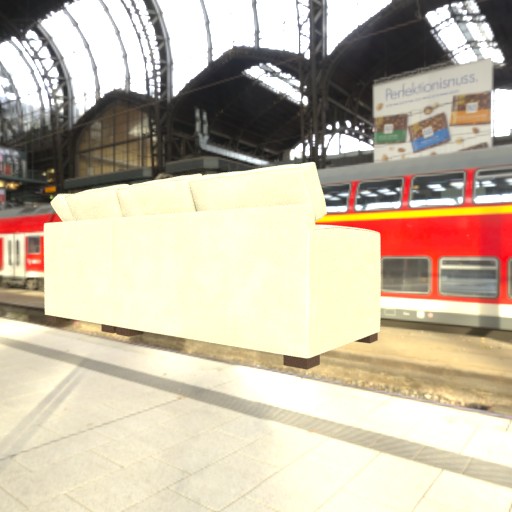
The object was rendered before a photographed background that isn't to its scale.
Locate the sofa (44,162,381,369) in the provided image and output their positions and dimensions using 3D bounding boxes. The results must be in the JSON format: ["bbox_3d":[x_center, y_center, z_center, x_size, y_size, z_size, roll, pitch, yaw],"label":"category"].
[{"bbox_3d":[0.000,0.000,3.391,2.188,0.936,2.211,0,1,36],"label":"sofa"}]
